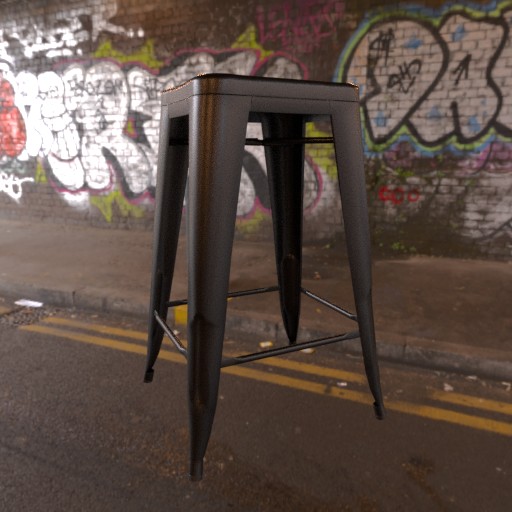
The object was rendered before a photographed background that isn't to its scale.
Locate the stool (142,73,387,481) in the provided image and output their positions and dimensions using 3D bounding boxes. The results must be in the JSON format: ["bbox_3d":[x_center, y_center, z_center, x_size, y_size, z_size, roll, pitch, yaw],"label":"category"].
[{"bbox_3d":[0.000,0.000,0.852,0.399,0.609,0.359,-7,15,-26],"label":"stool"}]
